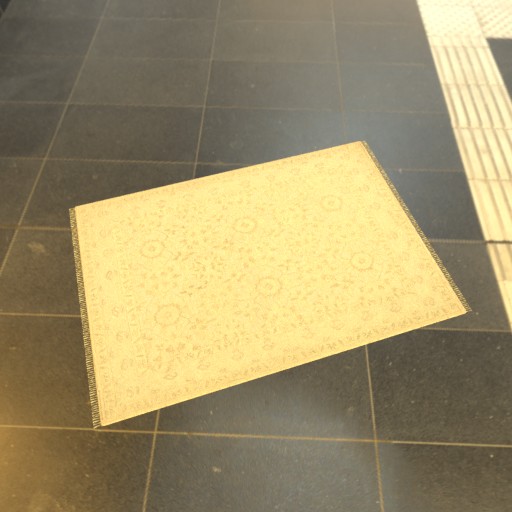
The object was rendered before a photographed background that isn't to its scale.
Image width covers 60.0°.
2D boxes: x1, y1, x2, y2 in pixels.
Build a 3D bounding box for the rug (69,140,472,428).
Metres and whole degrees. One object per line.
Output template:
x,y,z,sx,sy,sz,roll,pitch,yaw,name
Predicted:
0.000,0.000,2.854,2.233,0.011,1.514,-15,59,-9,rug
